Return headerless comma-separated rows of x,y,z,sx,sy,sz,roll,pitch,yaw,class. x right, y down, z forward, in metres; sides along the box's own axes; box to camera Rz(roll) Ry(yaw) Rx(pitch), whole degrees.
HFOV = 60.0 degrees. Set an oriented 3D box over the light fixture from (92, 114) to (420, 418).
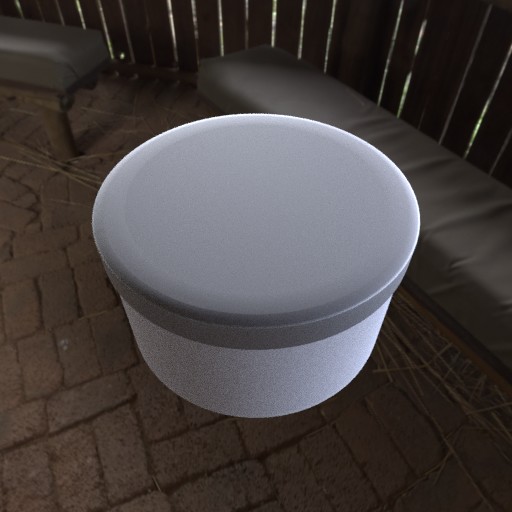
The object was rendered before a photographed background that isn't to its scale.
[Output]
0.000,0.000,0.629,0.393,0.229,0.393,0,47,0,light fixture
